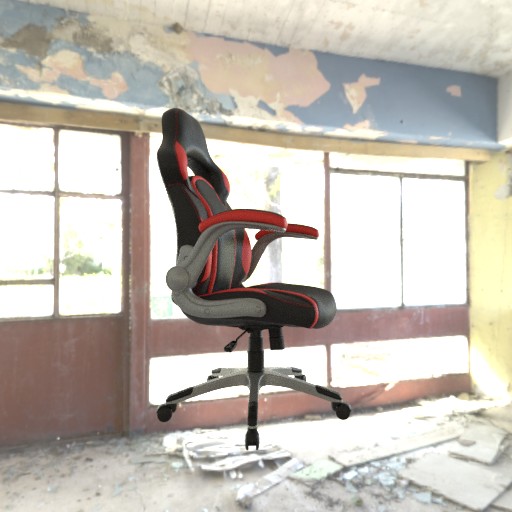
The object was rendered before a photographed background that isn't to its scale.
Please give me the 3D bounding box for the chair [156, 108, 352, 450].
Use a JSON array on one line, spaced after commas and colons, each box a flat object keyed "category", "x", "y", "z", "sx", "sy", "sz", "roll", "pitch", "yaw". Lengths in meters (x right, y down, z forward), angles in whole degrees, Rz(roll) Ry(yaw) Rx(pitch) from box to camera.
[{"category": "chair", "x": 0.000, "y": 0.000, "z": 1.692, "sx": 0.712, "sy": 1.165, "sz": 0.758, "roll": 0, "pitch": -1, "yaw": 18}]
